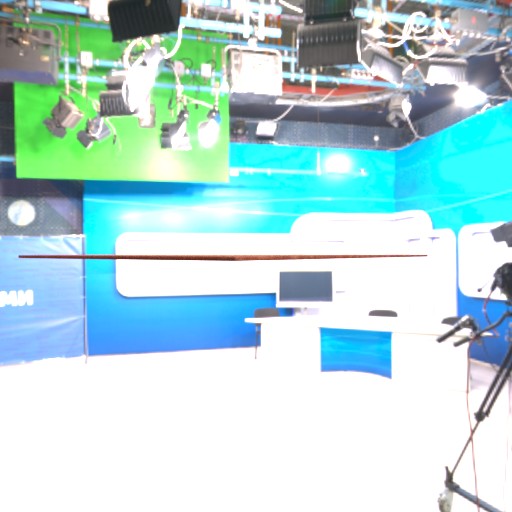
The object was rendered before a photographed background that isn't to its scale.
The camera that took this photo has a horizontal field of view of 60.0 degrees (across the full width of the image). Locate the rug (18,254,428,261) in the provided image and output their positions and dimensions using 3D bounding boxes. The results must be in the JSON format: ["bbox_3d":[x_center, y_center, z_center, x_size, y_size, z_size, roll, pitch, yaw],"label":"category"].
[{"bbox_3d":[0.000,0.000,2.292,1.219,0.014,1.829,0,1,37],"label":"rug"}]
